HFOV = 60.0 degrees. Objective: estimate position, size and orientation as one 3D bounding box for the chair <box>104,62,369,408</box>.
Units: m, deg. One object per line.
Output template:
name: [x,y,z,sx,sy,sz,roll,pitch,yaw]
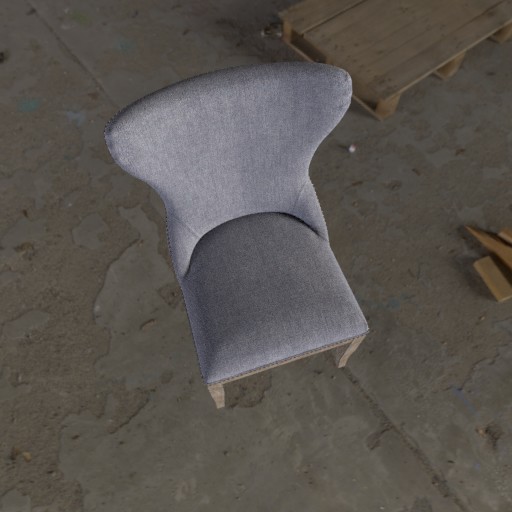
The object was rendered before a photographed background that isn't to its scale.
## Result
chair: [0.000,0.000,1.449,0.654,1.002,0.681,-16,64,-8]
